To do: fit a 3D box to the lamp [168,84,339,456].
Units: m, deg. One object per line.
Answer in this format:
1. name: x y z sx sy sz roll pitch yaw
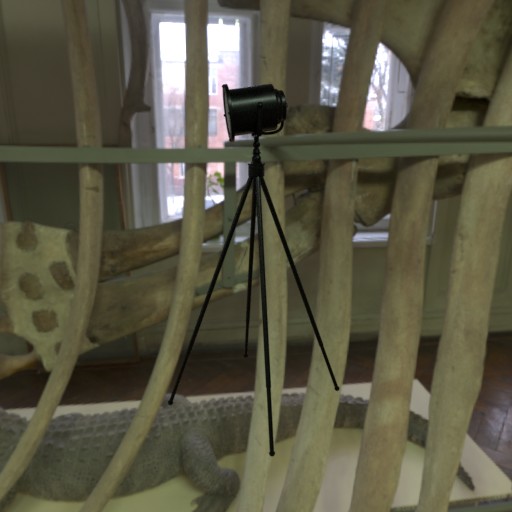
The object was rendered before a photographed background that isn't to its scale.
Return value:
1. lamp: 0.000 0.000 2.064 0.884 1.504 0.879 -2 16 -8
